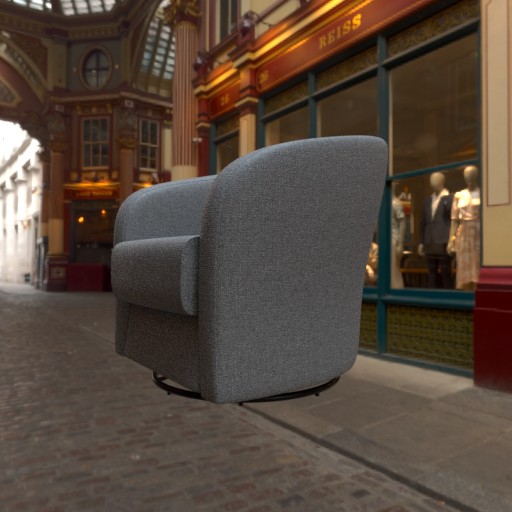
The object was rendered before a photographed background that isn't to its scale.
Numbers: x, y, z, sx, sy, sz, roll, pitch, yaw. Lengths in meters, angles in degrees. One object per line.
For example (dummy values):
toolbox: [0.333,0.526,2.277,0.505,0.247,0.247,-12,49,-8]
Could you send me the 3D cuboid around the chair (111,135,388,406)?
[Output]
chair: [0.000,0.000,1.452,0.815,0.771,0.791,0,0,-36]
